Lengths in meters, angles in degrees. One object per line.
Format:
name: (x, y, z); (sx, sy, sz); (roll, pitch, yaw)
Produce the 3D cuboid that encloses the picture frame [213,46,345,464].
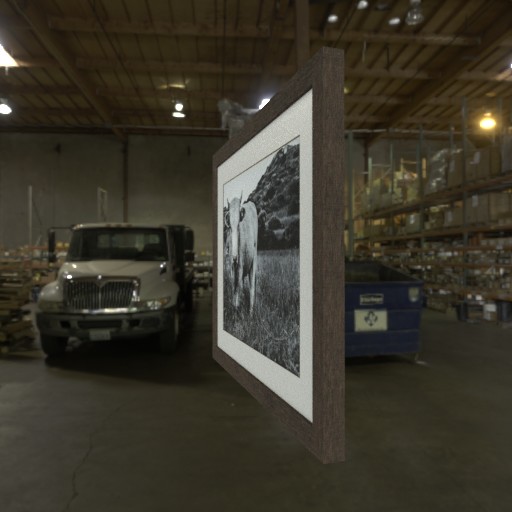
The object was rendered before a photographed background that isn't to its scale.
picture frame: (0.000, 0.000, 0.746); (0.026, 0.455, 0.546); (0, 0, -18)
